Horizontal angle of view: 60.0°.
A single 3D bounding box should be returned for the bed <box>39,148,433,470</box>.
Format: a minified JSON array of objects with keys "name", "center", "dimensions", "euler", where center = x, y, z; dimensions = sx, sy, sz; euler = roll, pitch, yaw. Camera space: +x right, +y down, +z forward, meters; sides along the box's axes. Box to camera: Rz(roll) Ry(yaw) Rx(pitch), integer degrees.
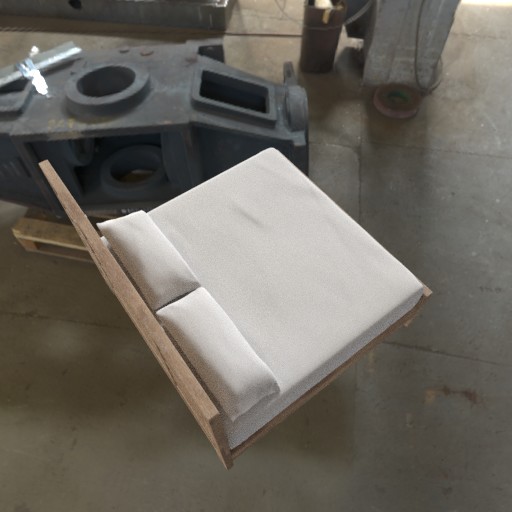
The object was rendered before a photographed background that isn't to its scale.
[{"name":"bed","center":[0.000,0.000,3.482],"dimensions":[2.062,1.626,2.032],"euler":[-32,63,-19]}]
